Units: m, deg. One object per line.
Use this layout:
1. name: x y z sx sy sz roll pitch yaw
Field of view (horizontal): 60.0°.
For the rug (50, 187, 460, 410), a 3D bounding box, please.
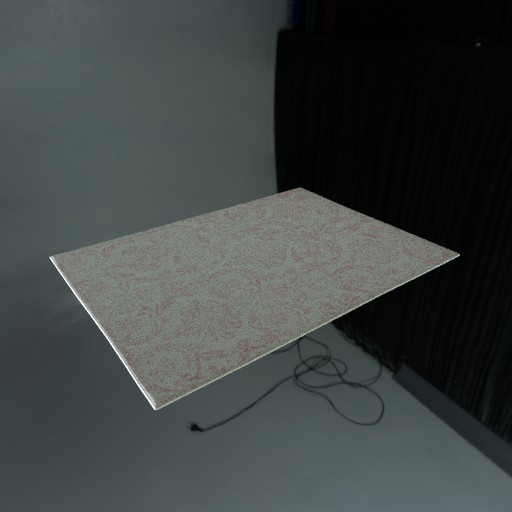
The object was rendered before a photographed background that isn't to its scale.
1. rug: 0.000 0.000 2.934 2.202 0.014 1.598 -20 34 -31
